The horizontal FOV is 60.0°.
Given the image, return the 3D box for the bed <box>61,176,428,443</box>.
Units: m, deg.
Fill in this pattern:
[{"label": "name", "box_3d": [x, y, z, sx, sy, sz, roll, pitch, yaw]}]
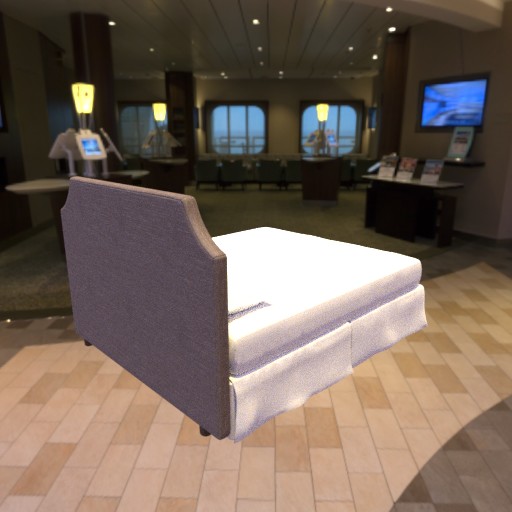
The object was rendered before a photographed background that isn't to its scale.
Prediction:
[{"label": "bed", "box_3d": [0.000, 0.000, 4.273, 2.773, 1.590, 2.350, -15, 22, -42]}]
